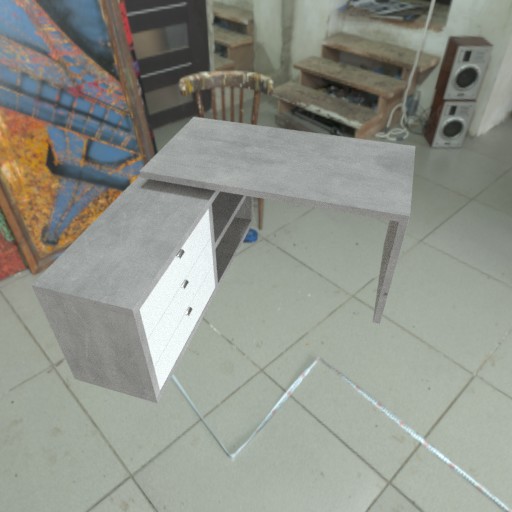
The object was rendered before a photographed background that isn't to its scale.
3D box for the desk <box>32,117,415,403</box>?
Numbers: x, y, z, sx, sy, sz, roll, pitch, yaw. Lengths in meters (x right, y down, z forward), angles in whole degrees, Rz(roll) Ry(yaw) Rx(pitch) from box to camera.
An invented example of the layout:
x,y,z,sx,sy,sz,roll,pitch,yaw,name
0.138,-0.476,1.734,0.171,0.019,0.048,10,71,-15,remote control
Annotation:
x,y,z,sx,sy,sz,roll,pitch,yaw,name
0.000,0.000,2.330,1.400,0.740,1.500,11,42,13,desk
